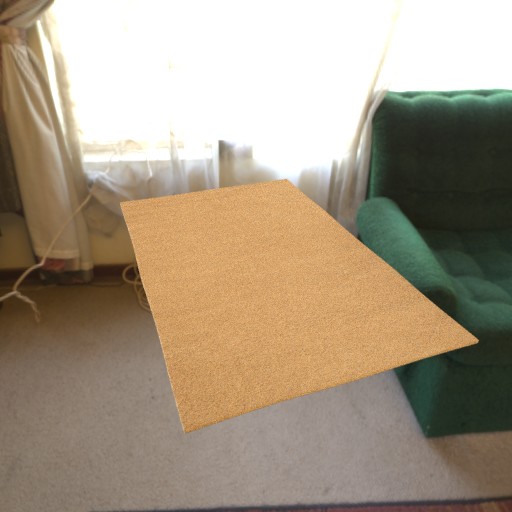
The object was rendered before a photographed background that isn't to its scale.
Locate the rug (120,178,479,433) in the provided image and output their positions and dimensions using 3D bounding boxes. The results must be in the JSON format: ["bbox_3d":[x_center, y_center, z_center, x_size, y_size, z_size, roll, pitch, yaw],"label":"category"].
[{"bbox_3d":[0.000,0.000,2.936,1.500,0.025,2.346,-11,33,-18],"label":"rug"}]
